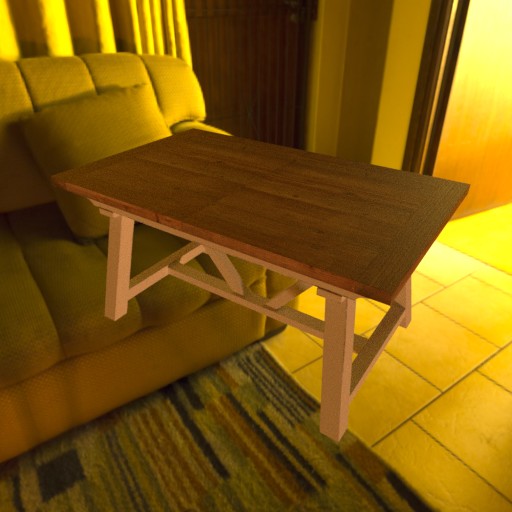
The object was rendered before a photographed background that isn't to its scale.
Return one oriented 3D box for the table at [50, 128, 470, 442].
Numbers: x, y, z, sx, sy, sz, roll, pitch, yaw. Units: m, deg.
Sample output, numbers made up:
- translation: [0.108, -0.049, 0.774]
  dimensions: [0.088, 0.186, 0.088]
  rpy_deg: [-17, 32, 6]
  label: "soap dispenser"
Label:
- translation: [0.000, 0.000, 2.050]
  dimensions: [1.503, 0.743, 0.922]
  rpy_deg: [20, 36, 29]
  label: "table"
